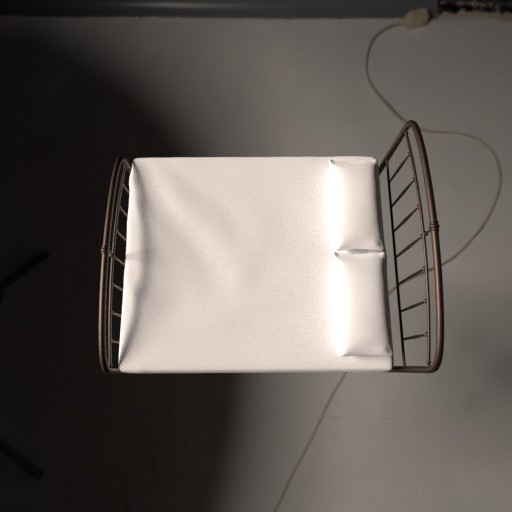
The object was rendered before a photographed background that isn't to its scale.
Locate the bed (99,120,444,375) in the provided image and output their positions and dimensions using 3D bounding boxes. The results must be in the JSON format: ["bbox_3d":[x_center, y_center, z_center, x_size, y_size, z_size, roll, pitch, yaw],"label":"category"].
[{"bbox_3d":[0.000,0.000,3.295,2.180,1.425,1.711,0,76,0],"label":"bed"}]
